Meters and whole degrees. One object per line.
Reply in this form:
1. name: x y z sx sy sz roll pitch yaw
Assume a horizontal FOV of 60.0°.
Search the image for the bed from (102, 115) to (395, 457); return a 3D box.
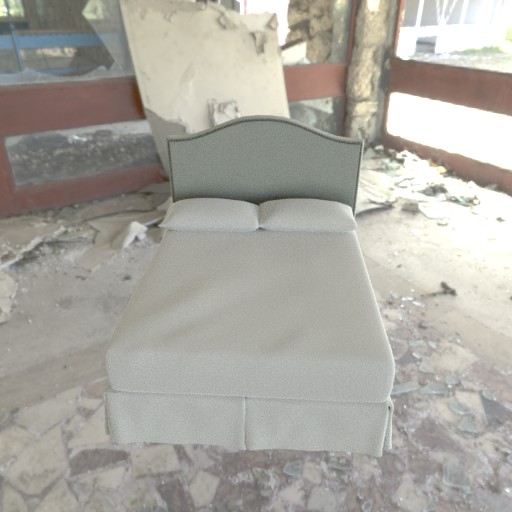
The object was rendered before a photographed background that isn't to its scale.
1. bed: 0.000 0.000 3.300 1.813 1.607 2.180 2 30 3
